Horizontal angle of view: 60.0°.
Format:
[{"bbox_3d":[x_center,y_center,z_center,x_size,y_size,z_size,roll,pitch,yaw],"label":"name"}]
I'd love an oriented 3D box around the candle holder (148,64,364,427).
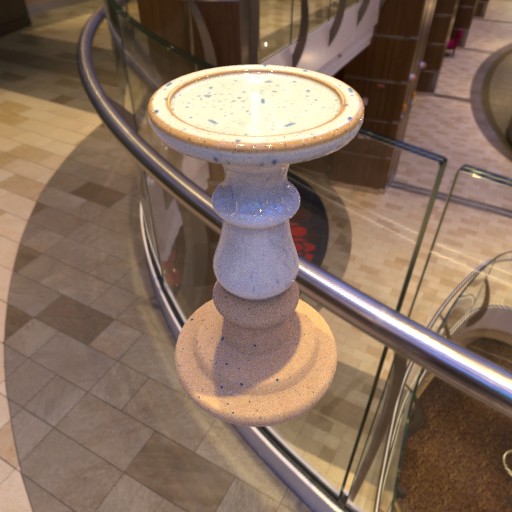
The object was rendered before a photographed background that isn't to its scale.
[{"bbox_3d":[0.000,0.000,0.279,0.123,0.202,0.123,0,40,0],"label":"candle holder"}]
